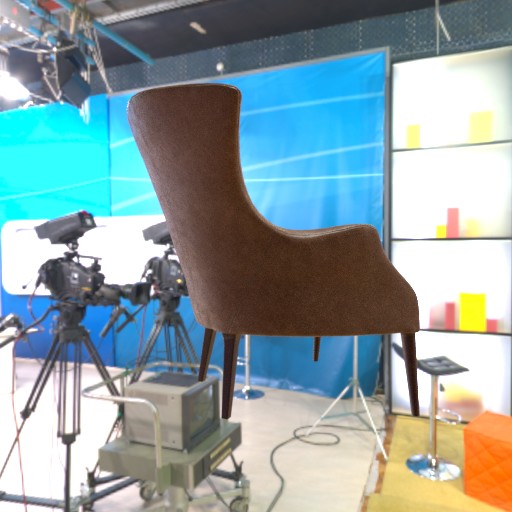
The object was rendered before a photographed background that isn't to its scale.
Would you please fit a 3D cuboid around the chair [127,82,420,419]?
[{"bbox_3d":[0.000,0.000,1.715,0.955,1.067,0.846,0,1,-18],"label":"chair"}]
